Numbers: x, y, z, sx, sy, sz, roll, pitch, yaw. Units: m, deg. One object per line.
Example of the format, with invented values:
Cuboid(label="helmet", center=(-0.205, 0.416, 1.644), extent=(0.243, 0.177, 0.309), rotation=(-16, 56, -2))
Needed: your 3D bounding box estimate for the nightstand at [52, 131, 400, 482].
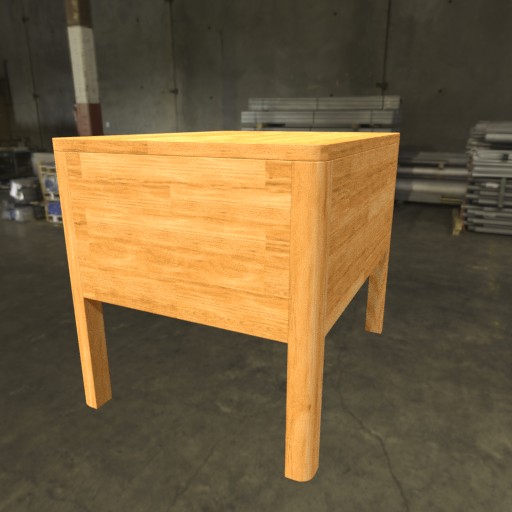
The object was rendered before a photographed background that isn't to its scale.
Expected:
Cuboid(label="nightstand", center=(0.000, 0.000, 0.893), extent=(0.440, 0.470, 0.560), rotation=(8, 19, 25))
